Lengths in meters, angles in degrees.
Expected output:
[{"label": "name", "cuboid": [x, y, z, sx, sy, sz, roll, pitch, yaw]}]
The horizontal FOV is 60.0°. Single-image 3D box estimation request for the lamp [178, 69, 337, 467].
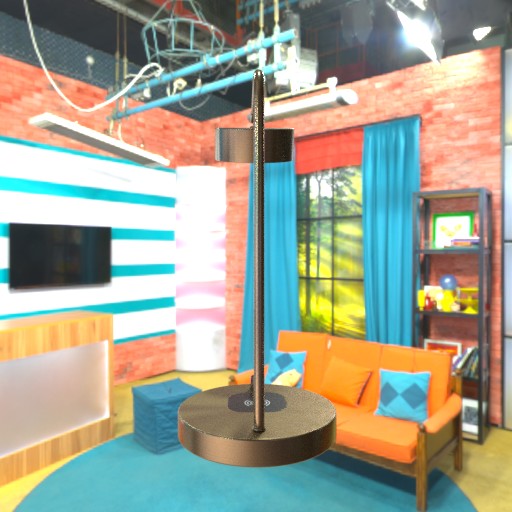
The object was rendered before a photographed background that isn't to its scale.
[{"label": "lamp", "cuboid": [0.000, 0.000, 0.532, 0.171, 0.380, 0.270, 0, 0, -1]}]
